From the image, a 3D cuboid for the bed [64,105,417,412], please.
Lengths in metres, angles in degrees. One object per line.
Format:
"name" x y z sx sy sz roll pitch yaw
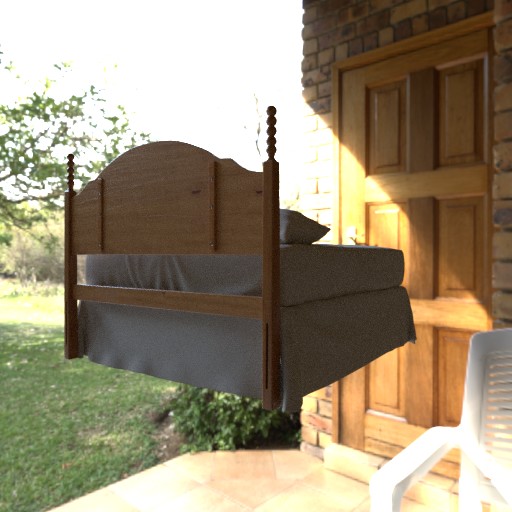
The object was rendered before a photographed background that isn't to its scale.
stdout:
"bed" 0.000 0.000 3.249 1.873 1.356 2.040 0 0 36
